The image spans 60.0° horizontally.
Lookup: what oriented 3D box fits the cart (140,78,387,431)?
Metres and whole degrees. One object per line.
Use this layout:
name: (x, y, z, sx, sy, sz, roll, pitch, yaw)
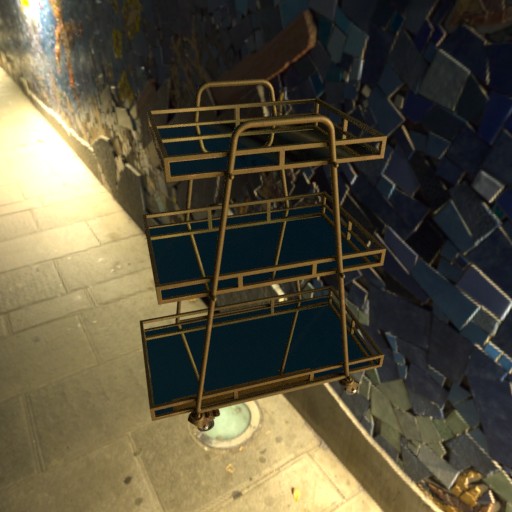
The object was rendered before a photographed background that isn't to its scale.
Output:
cart: (0.000, 0.000, 1.271, 0.711, 0.883, 0.441, -9, 33, -14)
